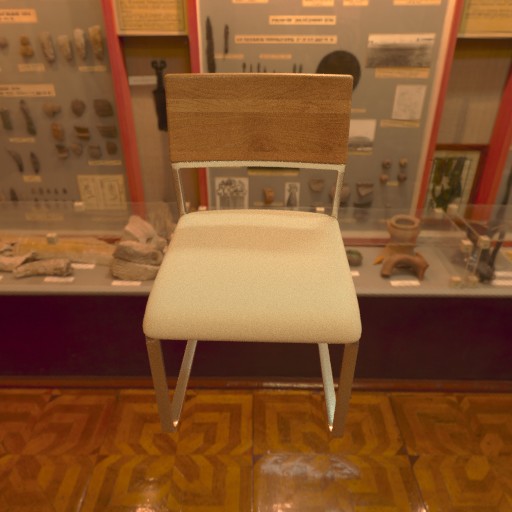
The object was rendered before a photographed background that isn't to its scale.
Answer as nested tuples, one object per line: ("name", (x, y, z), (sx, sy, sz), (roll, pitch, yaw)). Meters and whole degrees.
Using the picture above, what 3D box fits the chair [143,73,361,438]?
("chair", (0.000, 0.000, 1.165), (0.467, 0.844, 0.585), (1, 30, 2))
